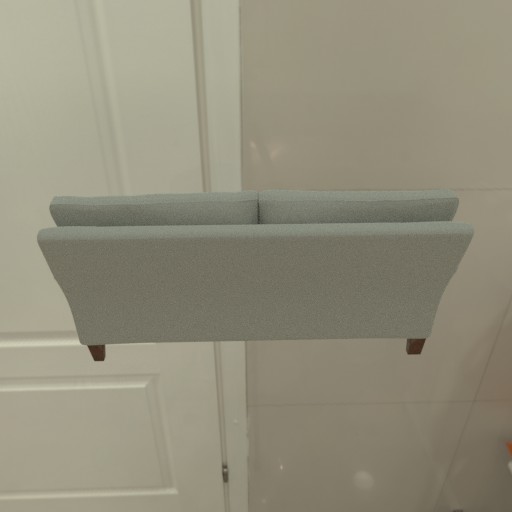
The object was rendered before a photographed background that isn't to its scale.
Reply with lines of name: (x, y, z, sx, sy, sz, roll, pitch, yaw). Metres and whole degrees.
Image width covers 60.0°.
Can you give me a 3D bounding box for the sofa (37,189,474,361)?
sofa: (0.000, 0.000, 2.799, 2.193, 1.096, 1.069, -1, 31, -1)
